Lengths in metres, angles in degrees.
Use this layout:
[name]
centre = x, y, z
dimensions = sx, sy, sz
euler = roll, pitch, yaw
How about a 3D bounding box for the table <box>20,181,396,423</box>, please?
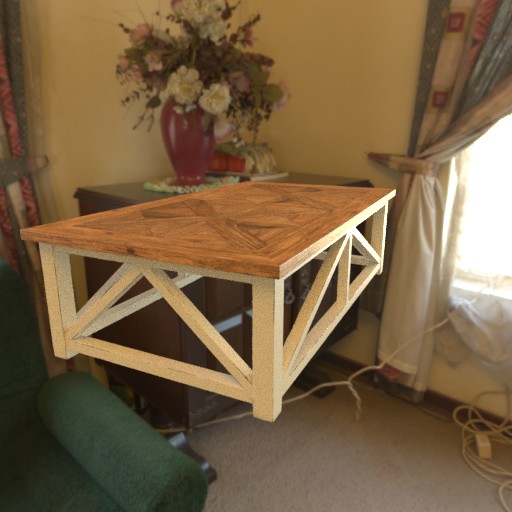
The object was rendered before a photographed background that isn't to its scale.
[table]
centre = 0.000, 0.000, 1.744
dimensions = 0.800, 0.410, 1.400
euler = 8, 17, 25
